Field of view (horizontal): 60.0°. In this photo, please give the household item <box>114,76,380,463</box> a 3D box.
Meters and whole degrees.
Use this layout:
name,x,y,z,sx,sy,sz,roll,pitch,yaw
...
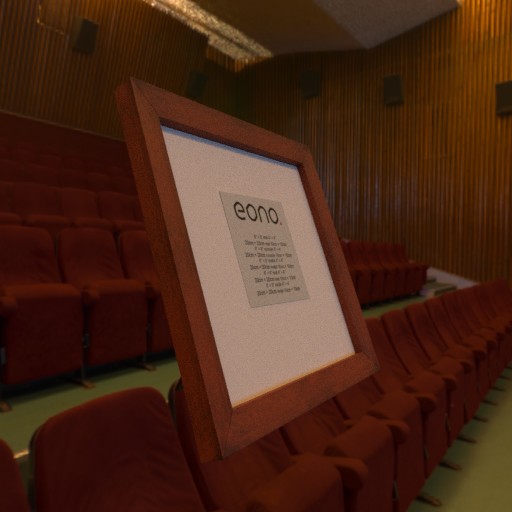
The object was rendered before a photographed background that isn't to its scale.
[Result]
name,x,y,z,sx,sy,sz,roll,pitch,yaw
household item,0.000,0.000,0.382,0.131,0.240,0.240,0,0,36
